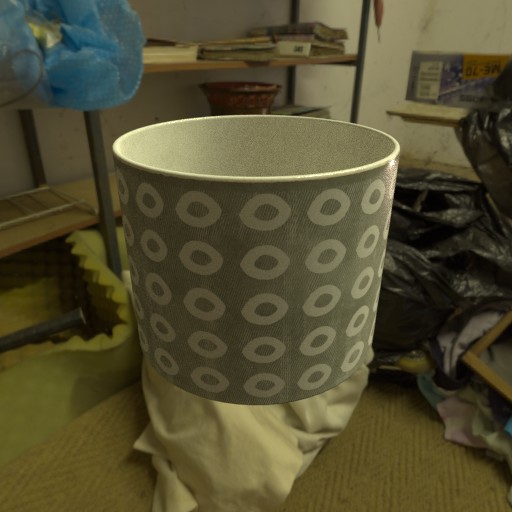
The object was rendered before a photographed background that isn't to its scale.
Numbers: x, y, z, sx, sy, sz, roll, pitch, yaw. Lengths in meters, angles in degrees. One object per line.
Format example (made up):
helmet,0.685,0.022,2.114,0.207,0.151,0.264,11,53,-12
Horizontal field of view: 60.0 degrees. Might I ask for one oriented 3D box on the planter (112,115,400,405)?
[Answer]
planter,0.000,0.000,0.344,0.190,0.181,0.190,0,27,0
